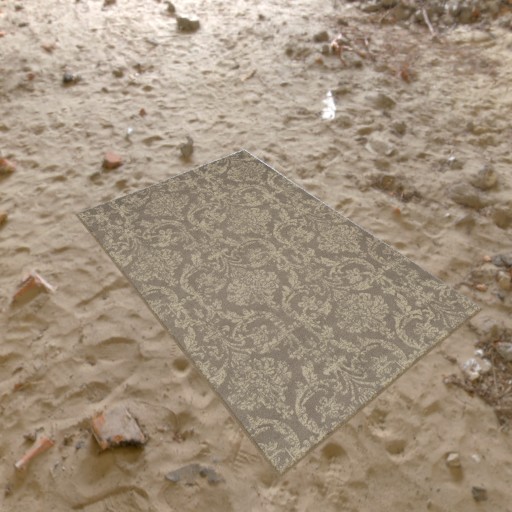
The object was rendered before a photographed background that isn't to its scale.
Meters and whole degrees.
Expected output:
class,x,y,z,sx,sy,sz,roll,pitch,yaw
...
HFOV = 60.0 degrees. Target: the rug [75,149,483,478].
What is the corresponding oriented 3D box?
class,x,y,z,sx,sy,sz,roll,pitch,yaw
rug,0.000,0.000,3.423,1.819,0.018,2.746,-28,49,-27
